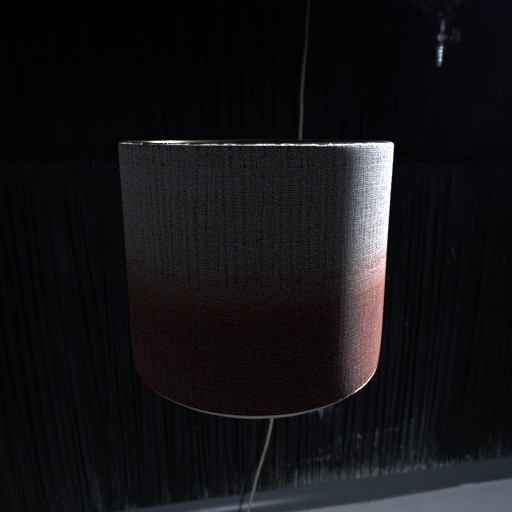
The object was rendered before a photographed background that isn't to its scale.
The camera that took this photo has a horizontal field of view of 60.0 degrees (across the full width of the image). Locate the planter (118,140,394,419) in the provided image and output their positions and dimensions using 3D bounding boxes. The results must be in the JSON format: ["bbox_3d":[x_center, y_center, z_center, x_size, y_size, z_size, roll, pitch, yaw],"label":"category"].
[{"bbox_3d":[0.000,0.000,0.313,0.178,0.157,0.178,0,15,0],"label":"planter"}]
